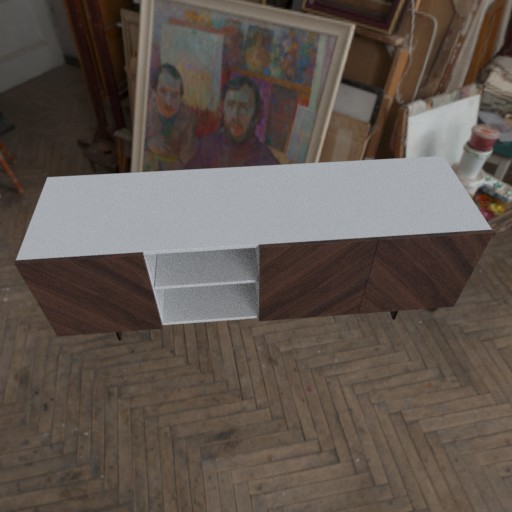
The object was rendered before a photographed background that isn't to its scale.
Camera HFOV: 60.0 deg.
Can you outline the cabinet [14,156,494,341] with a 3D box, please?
[{"bbox_3d":[0.000,0.000,1.720,1.499,0.533,0.431,-4,47,-4],"label":"cabinet"}]
